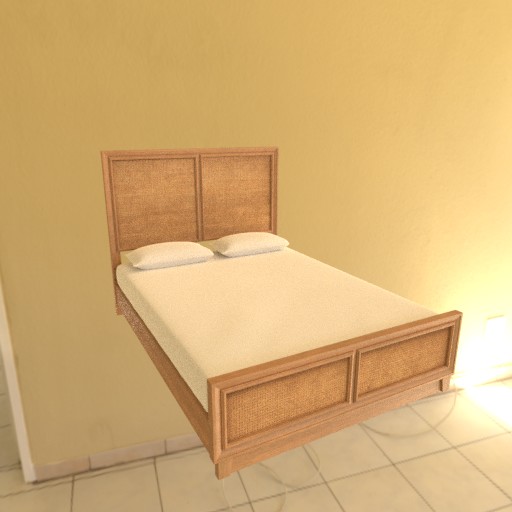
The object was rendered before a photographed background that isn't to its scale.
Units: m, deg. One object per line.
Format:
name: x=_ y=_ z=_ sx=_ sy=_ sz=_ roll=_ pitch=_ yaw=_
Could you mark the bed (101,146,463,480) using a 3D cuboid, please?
bed: x=0.000 y=0.000 z=3.127 sx=1.606 sy=1.387 sz=2.184 roll=-9 pitch=18 yaw=-27
